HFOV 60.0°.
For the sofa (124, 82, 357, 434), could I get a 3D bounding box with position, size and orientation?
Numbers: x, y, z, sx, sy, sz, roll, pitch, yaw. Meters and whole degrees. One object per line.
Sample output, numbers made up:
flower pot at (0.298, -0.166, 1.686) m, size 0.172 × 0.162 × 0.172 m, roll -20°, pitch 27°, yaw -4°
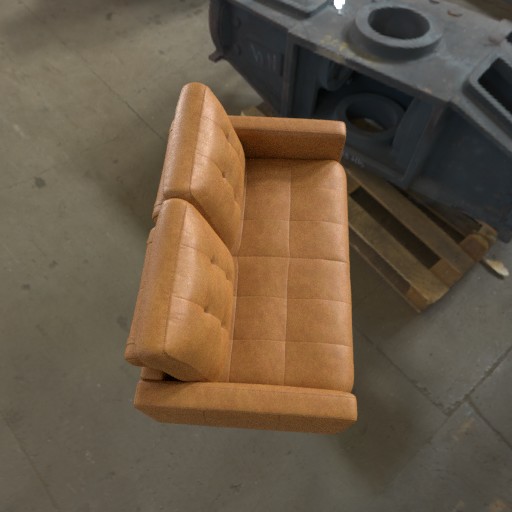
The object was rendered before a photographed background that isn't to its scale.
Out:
sofa at (0.000, 0.000, 1.997) m, size 0.868 × 0.898 × 1.430 m, roll 3°, pitch 63°, yaw 2°
